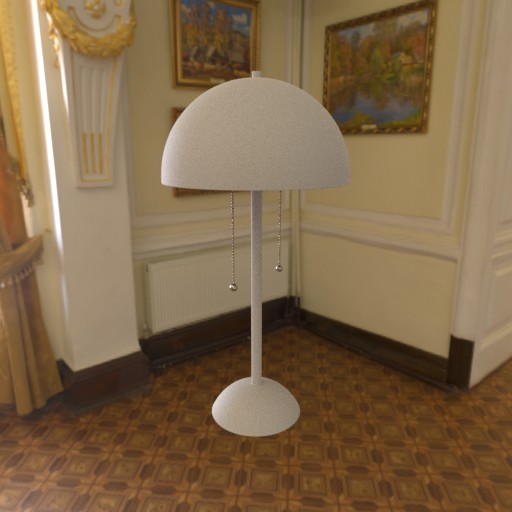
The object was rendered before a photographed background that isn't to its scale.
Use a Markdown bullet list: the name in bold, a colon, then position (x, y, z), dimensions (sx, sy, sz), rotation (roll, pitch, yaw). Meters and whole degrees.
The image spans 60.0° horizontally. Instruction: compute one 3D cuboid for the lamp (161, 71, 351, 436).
- **lamp**: position (0.000, 0.000, 0.425), dimensions (0.171, 0.330, 0.171), rotation (0, 14, 0)
